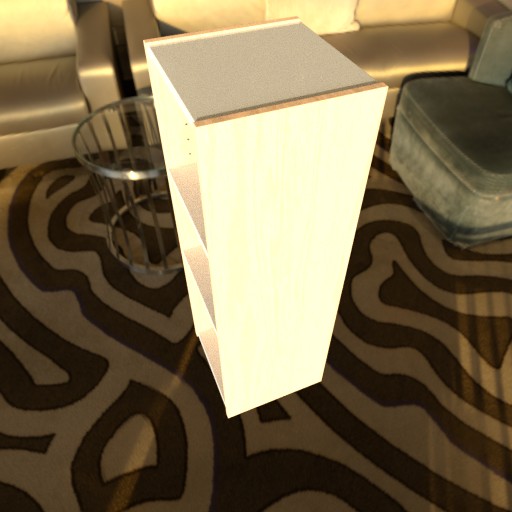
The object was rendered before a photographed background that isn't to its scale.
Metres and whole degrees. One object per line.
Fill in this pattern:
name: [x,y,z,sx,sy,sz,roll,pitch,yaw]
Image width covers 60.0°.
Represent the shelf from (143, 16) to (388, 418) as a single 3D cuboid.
shelf: [0.000,0.000,1.026,0.290,0.900,0.300,-17,50,-15]
